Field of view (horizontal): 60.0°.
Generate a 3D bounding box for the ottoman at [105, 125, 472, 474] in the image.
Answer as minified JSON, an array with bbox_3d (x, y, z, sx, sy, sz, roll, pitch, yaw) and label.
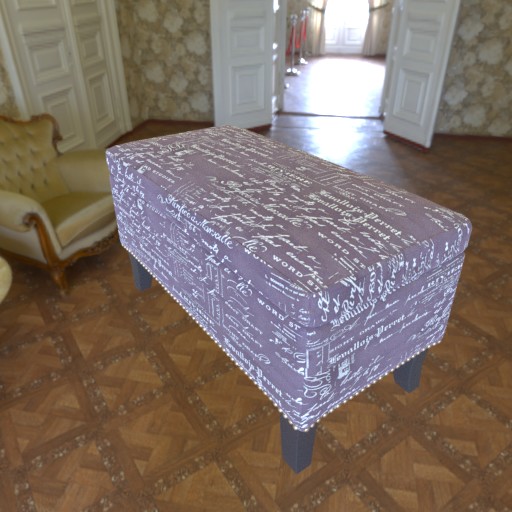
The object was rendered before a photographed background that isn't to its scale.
[{"bbox_3d":[0.000,0.000,1.069,0.406,0.457,0.813,-20,37,-30],"label":"ottoman"}]
